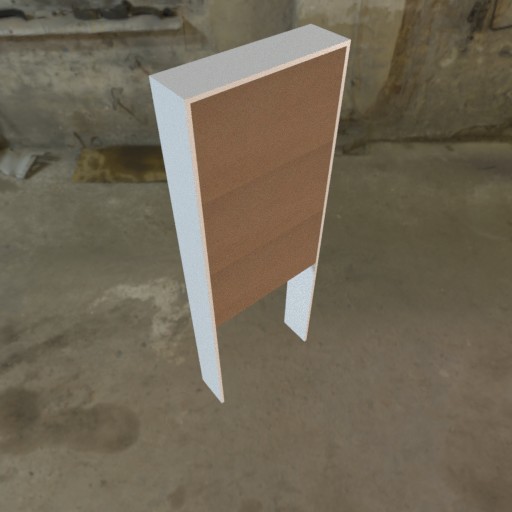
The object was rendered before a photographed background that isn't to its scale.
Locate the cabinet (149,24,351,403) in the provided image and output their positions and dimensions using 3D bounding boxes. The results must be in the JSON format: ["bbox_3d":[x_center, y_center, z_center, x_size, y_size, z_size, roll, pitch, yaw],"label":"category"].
[{"bbox_3d":[0.000,0.000,1.995,0.643,1.770,0.192,-31,54,-26],"label":"cabinet"}]
